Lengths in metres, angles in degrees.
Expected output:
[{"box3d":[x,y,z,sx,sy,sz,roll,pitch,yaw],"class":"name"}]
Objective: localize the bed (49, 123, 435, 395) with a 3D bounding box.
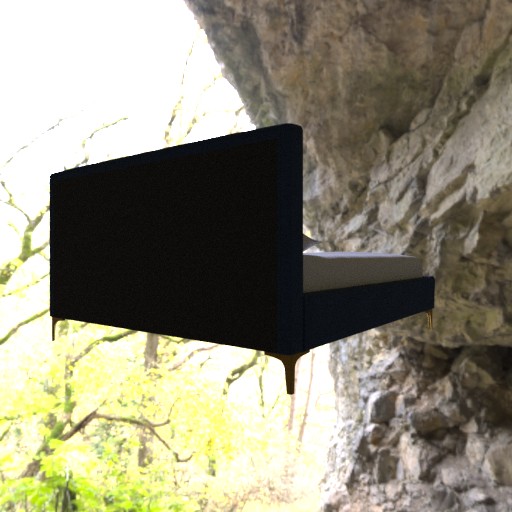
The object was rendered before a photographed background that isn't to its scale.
[{"box3d":[0.000,0.000,3.466,2.096,1.231,2.232,0,0,37],"class":"bed"}]
